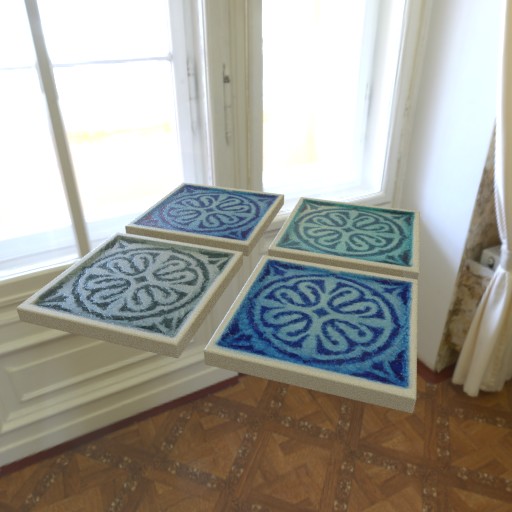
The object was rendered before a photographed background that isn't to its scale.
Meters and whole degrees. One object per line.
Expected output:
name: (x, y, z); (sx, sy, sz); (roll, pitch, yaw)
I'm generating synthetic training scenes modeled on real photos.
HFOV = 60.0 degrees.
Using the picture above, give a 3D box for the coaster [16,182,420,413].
coaster: (0.000, 0.000, 0.315); (0.219, 0.010, 0.214); (9, 31, 16)
